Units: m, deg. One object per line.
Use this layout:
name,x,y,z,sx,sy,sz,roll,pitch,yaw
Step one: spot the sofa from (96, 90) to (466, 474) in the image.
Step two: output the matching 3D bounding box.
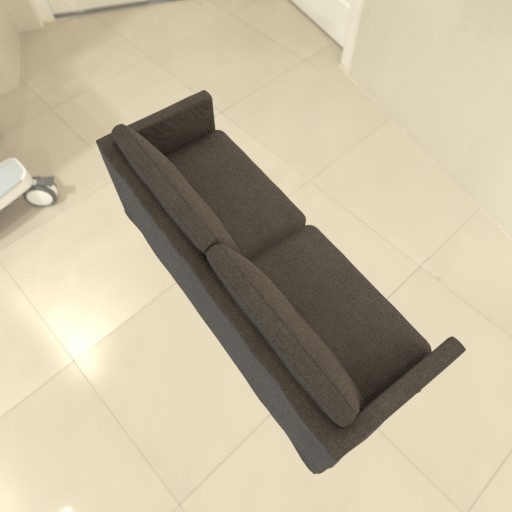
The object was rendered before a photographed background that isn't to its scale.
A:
sofa,0.000,0.000,3.217,1.036,0.998,2.779,-32,64,-18
